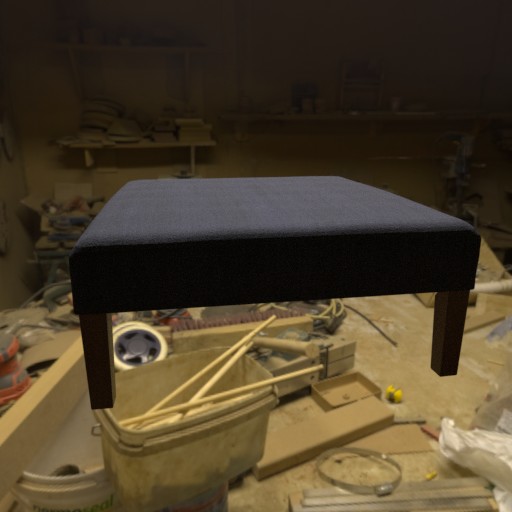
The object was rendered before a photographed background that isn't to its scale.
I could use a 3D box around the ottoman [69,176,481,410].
[{"bbox_3d":[0.000,0.000,1.381,0.889,0.411,0.890,-3,17,-9],"label":"ottoman"}]
